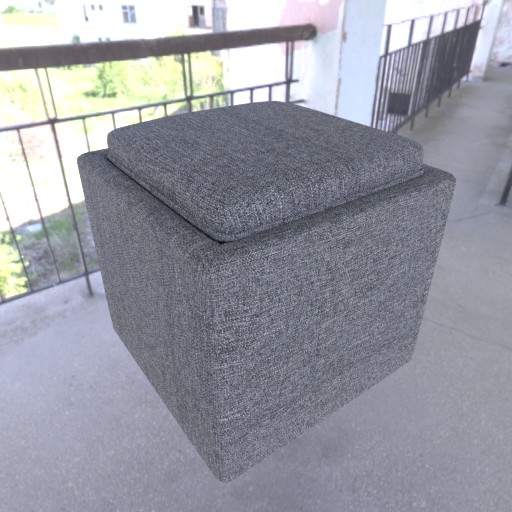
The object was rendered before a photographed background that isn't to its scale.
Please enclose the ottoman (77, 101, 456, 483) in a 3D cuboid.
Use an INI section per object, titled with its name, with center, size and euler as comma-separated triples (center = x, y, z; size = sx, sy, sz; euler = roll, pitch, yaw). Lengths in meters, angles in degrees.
[ottoman]
center = 0.000, 0.000, 0.805
size = 0.450, 0.460, 0.450
euler = -21, 37, -30
